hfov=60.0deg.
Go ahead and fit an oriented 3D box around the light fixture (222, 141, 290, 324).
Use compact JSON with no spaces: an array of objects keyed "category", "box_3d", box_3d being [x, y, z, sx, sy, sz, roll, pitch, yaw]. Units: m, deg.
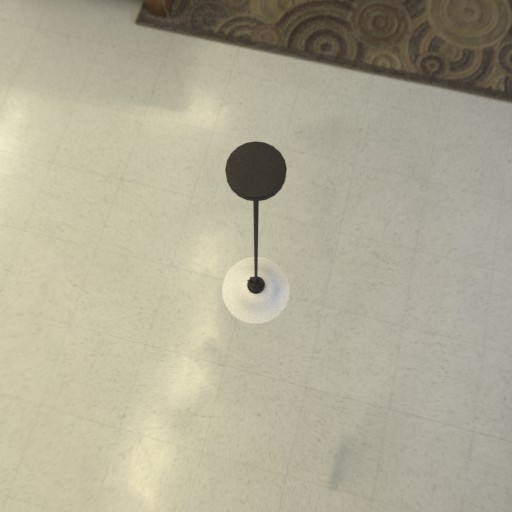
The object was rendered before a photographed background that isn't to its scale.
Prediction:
[{"category":"light fixture","box_3d":[0.000,0.000,1.471,0.324,1.337,0.324,17,77,4]}]
